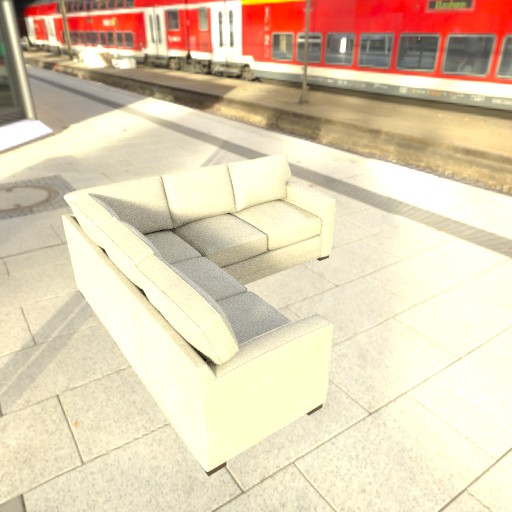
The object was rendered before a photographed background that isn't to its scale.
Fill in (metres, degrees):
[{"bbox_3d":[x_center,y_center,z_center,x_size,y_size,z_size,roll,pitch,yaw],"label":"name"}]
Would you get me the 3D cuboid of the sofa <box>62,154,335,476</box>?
[{"bbox_3d":[0.000,0.000,3.351,2.211,0.936,2.188,-19,33,-32],"label":"sofa"}]
